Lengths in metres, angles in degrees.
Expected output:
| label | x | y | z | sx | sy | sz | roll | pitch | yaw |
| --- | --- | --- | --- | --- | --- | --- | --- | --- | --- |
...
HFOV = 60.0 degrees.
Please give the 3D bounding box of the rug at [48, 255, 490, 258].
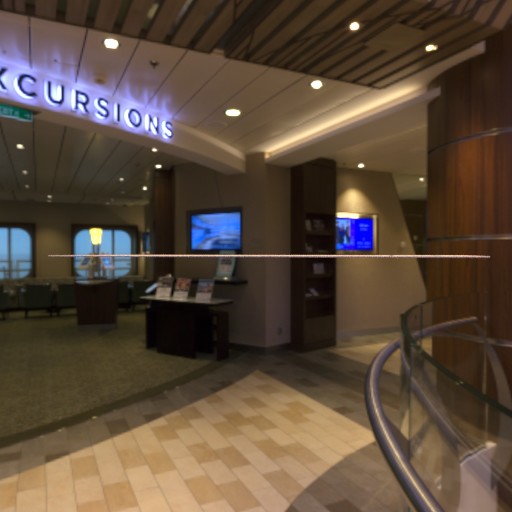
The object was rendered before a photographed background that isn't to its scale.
| label | x | y | z | sx | sy | sz | roll | pitch | yaw |
| --- | --- | --- | --- | --- | --- | --- | --- | --- | --- |
| rug | 0.000 | 0.000 | 2.713 | 2.439 | 0.008 | 0.762 | 0 | 0 | 18 |
